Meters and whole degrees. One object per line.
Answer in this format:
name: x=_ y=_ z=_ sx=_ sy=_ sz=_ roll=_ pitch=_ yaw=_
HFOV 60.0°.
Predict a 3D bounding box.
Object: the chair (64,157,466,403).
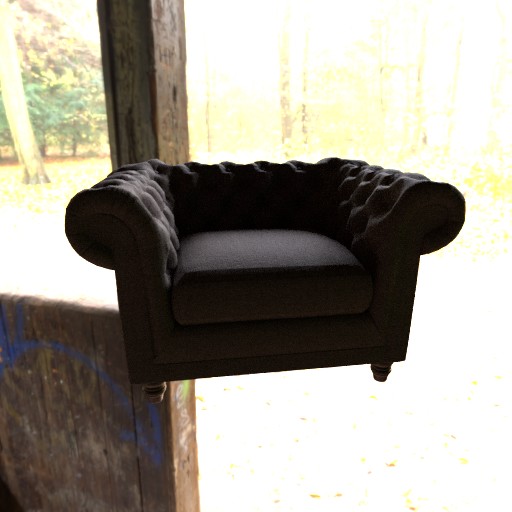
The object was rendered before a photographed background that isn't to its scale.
chair: x=0.000 y=0.000 z=1.884 sx=1.298 sy=0.780 sz=0.945 roll=-3 pitch=17 yaw=-9
